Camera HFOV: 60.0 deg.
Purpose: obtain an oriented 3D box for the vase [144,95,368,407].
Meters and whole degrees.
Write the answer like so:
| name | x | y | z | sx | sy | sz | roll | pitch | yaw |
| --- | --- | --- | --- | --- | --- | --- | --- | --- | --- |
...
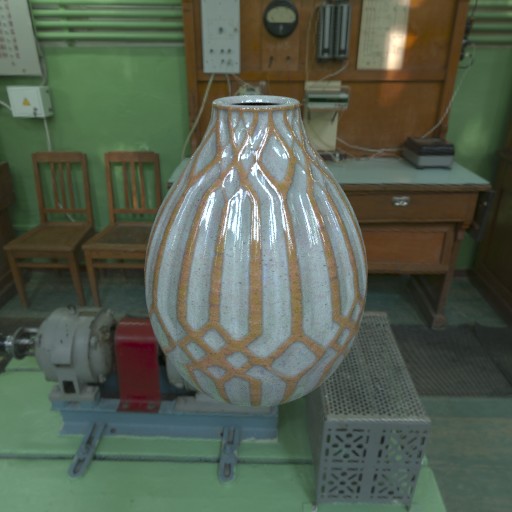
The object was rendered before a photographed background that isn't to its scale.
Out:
| name | x | y | z | sx | sy | sz | roll | pitch | yaw |
| --- | --- | --- | --- | --- | --- | --- | --- | --- | --- |
| vase | 0.000 | 0.000 | 0.262 | 0.131 | 0.175 | 0.131 | 0 | 27 | 0 |
